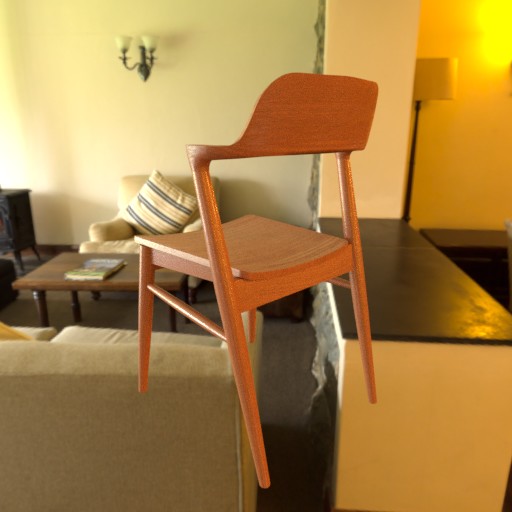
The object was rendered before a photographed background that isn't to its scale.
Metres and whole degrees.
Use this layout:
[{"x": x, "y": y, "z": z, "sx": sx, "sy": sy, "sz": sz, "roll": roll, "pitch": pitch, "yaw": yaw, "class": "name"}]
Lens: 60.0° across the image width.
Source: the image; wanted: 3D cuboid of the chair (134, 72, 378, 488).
[{"x": 0.000, "y": 0.000, "z": 1.107, "sx": 0.496, "sy": 0.801, "sz": 0.499, "roll": -15, "pitch": 22, "yaw": -42, "class": "chair"}]
